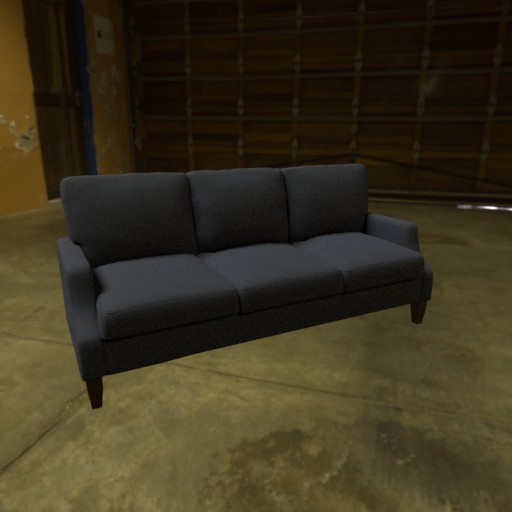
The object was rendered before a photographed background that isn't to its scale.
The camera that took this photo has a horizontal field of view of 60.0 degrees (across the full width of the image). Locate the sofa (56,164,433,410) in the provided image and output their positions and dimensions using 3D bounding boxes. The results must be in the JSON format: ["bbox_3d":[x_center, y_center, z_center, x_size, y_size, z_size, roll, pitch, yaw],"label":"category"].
[{"bbox_3d":[0.000,0.000,2.639,2.115,0.984,0.888,-8,18,-26],"label":"sofa"}]
